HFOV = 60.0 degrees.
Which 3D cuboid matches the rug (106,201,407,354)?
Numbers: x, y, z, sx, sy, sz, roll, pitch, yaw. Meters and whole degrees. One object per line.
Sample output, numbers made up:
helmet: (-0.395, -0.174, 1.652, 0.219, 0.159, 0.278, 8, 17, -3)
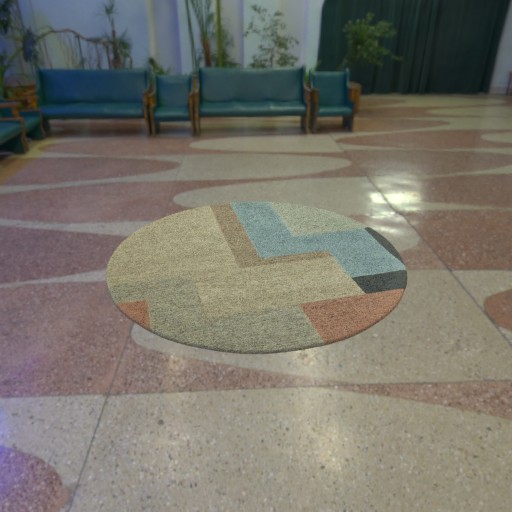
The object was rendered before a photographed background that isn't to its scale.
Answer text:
rug: (0.000, 0.000, 3.768, 2.461, 0.033, 2.461, 0, 28, 0)
